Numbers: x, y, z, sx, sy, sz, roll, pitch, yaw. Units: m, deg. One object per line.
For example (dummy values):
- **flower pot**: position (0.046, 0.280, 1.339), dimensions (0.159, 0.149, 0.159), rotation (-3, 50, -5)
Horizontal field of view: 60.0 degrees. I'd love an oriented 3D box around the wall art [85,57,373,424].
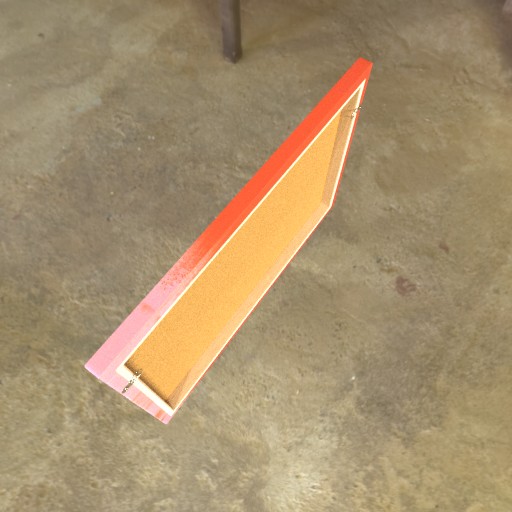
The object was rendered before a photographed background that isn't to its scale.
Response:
- **wall art**: position (0.000, 0.000, 1.158), dimensions (0.040, 0.609, 0.913), rotation (33, 67, 16)
